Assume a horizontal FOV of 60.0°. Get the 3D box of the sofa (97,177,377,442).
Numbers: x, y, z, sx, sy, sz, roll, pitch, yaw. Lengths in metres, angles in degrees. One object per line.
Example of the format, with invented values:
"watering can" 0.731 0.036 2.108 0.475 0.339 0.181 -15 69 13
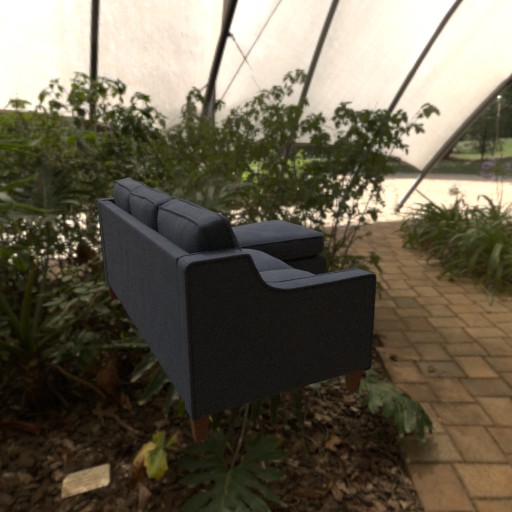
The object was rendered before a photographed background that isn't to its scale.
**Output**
"sofa" 0.000 0.000 3.279 1.858 1.066 2.317 -8 16 -27
